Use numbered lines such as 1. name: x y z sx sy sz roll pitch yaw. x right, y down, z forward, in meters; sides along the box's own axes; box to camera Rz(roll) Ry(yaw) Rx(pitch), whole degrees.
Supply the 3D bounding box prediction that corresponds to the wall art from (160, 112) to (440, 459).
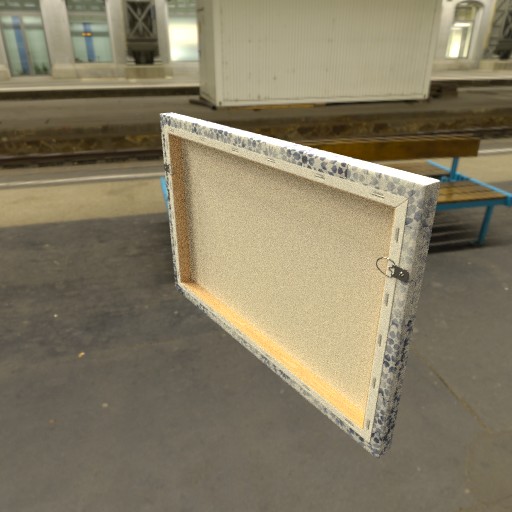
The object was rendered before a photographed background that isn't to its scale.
1. wall art: 0.000 0.000 0.767 0.030 0.406 0.608 -18 32 -33
